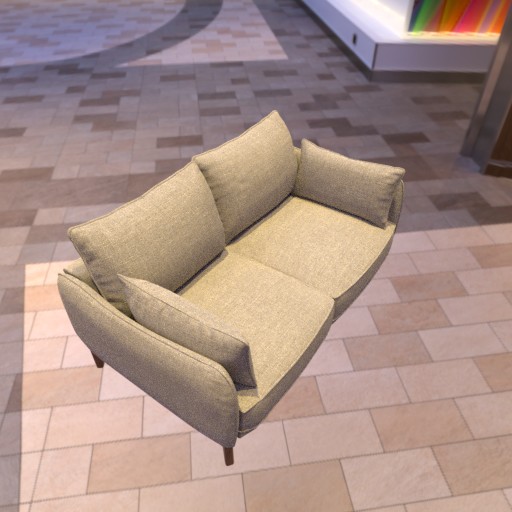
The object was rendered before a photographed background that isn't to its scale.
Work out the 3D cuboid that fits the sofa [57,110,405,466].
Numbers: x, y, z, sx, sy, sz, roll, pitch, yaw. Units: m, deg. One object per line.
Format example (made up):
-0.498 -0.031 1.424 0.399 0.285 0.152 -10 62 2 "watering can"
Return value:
0.000 0.000 2.180 0.972 0.851 1.580 25 47 26 "sofa"
